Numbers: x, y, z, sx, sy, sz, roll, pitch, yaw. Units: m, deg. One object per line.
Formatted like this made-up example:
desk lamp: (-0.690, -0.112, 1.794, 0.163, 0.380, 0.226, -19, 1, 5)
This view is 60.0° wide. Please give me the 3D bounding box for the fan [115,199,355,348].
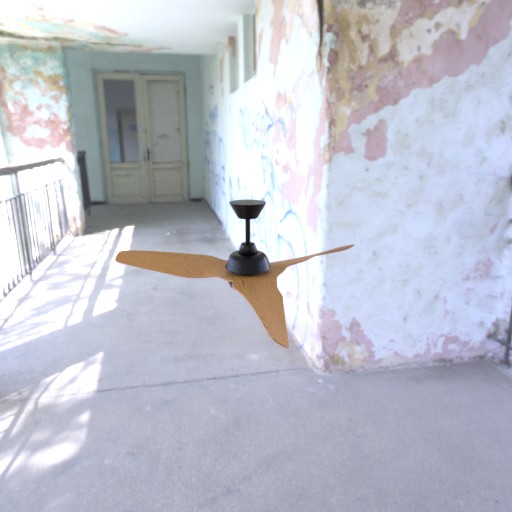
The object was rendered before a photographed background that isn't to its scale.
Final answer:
fan: (0.000, 0.000, 1.640, 1.142, 0.355, 1.010, -3, 16, -10)
